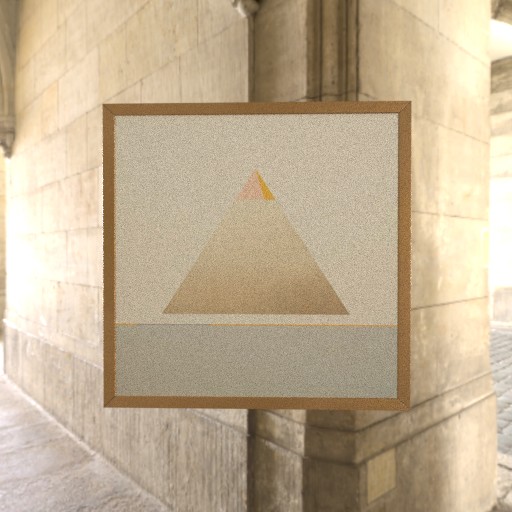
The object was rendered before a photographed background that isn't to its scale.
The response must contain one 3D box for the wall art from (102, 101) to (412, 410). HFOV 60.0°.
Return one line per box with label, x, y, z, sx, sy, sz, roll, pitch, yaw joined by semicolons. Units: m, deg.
wall art;0.000;0.000;0.457;0.305;0.303;0.038;0;1;2
